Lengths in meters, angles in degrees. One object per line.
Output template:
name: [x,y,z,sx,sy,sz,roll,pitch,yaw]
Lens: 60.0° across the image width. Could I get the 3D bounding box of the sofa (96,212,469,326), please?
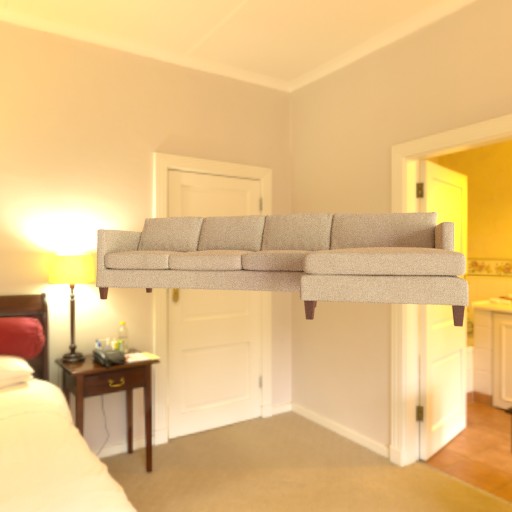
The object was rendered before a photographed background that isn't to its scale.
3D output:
sofa: [0.000,0.000,3.885,3.186,0.846,1.625,0,0,18]
